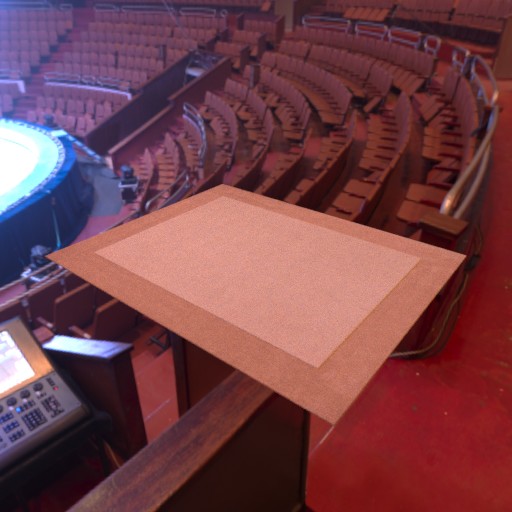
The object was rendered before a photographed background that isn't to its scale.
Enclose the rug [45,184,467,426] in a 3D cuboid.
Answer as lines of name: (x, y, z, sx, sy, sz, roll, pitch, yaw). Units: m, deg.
rug: (0.000, 0.000, 4.099, 3.048, 0.014, 2.438, 21, 36, 33)
